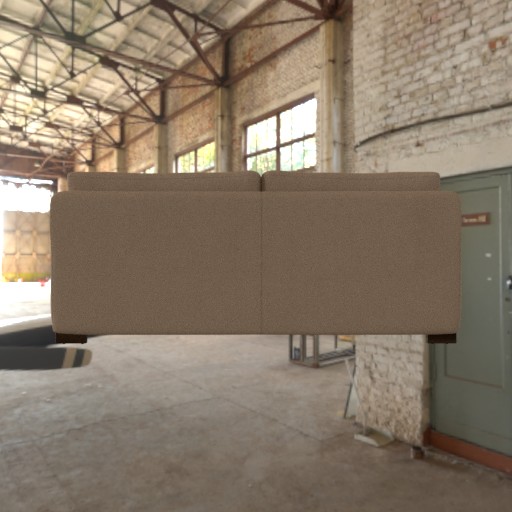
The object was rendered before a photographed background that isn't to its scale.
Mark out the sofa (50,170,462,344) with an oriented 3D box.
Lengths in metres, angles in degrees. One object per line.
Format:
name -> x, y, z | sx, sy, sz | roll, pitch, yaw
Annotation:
sofa -> 0.000, 0.000, 2.732 | 2.147, 0.925, 0.929 | 0, -1, 0
